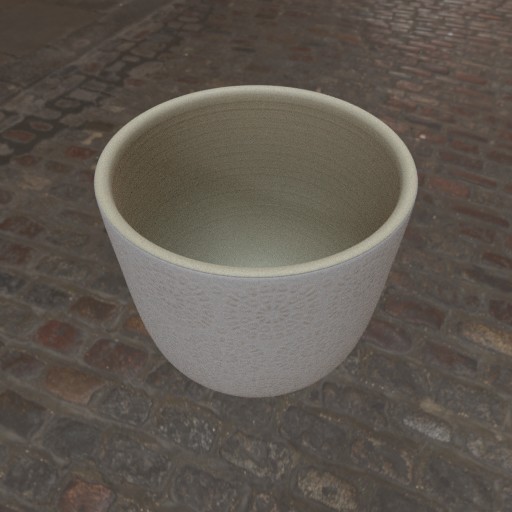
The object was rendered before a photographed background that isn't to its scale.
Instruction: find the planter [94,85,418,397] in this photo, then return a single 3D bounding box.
[{"bbox_3d":[0.000,0.000,0.361,0.208,0.190,0.208,0,47,0],"label":"planter"}]
